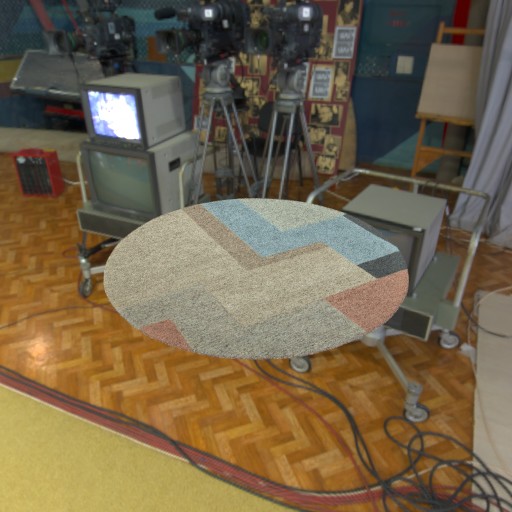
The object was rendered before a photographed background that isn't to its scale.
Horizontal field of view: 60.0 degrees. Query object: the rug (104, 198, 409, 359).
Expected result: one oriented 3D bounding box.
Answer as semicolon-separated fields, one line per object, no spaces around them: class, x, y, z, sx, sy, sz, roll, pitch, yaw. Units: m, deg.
rug;0.000;0.000;3.723;2.461;0.033;2.461;0;30;0
